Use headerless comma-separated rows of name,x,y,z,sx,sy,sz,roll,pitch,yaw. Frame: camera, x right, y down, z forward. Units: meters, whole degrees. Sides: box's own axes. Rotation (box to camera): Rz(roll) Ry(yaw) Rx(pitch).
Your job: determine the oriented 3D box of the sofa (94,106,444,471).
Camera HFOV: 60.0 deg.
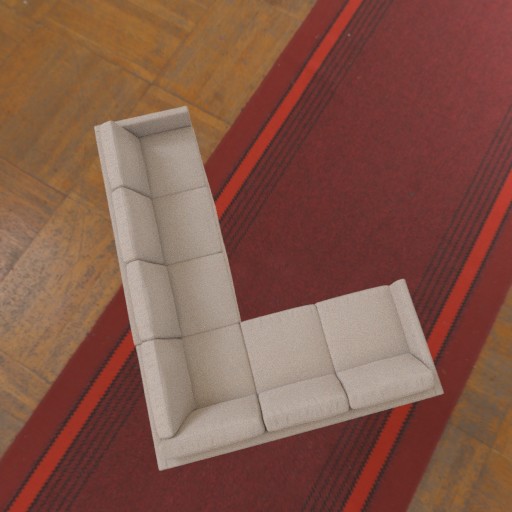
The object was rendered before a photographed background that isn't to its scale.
sofa,0.000,0.000,4.213,2.432,0.871,3.182,-14,76,-4
